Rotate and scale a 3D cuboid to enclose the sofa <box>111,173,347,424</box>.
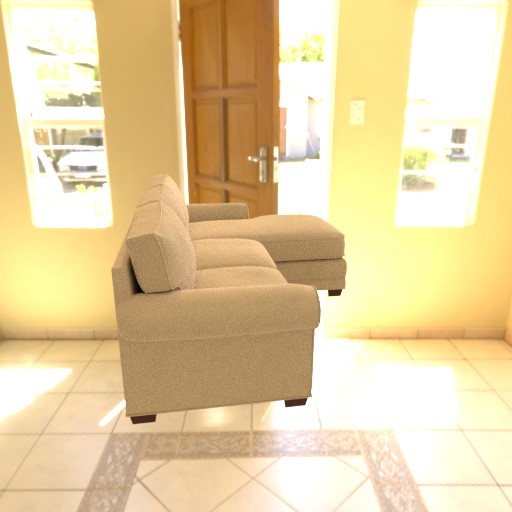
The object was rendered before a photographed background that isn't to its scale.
[{"bbox_3d":[0.000,0.000,2.346,1.226,0.734,1.770,-3,18,-9],"label":"sofa"}]
